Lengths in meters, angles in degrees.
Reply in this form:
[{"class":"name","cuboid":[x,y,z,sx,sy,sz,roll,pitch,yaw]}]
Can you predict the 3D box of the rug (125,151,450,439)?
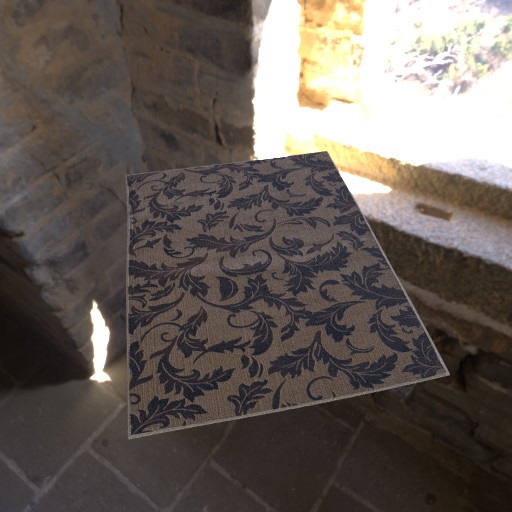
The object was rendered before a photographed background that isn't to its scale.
[{"class":"rug","cuboid":[0.000,0.000,4.133,2.380,0.008,2.977,-9,48,-8]}]
